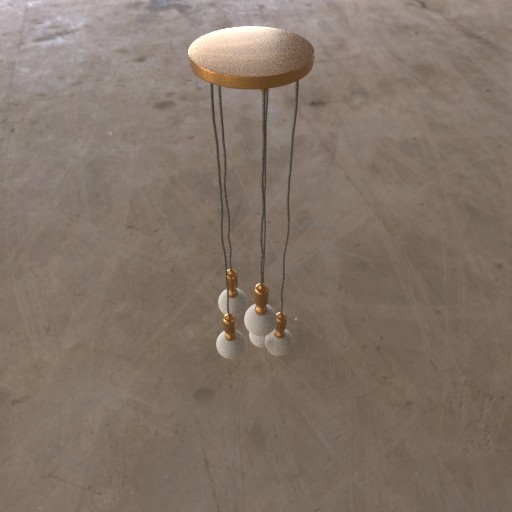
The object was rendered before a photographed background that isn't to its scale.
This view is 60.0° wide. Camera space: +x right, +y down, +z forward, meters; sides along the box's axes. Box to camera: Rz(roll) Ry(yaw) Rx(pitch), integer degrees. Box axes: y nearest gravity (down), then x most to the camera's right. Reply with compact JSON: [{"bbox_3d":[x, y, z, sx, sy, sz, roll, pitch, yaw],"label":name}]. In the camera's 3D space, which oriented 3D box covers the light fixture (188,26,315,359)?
[{"bbox_3d":[0.000,0.000,0.504,0.105,0.457,0.108,2,46,2],"label":"light fixture"}]
